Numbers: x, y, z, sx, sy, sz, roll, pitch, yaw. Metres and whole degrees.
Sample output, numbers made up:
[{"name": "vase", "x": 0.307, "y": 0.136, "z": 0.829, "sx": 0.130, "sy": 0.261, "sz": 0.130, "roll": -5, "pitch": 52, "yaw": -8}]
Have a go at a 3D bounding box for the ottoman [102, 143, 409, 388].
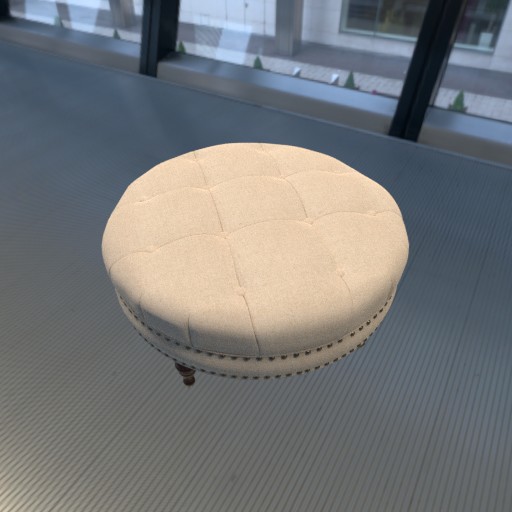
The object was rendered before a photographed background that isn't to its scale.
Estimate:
[{"name": "ottoman", "x": 0.000, "y": 0.000, "z": 1.483, "sx": 0.940, "sy": 0.483, "sz": 0.940, "roll": 0, "pitch": 40, "yaw": 0}]
